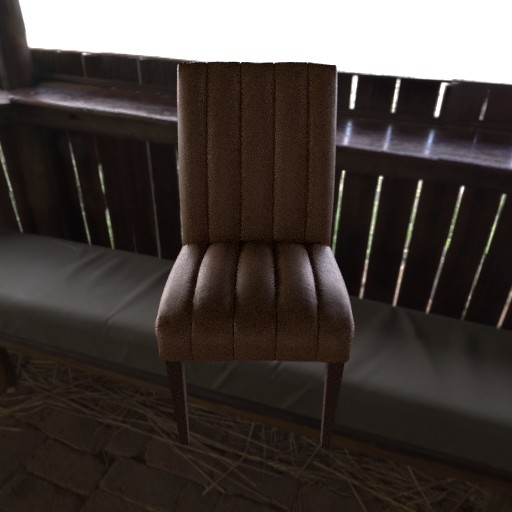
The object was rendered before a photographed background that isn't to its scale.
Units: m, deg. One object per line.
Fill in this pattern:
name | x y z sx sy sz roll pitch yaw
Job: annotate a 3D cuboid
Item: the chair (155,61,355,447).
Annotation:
chair | 0.000 0.000 1.339 0.511 1.016 0.647 0 31 1
